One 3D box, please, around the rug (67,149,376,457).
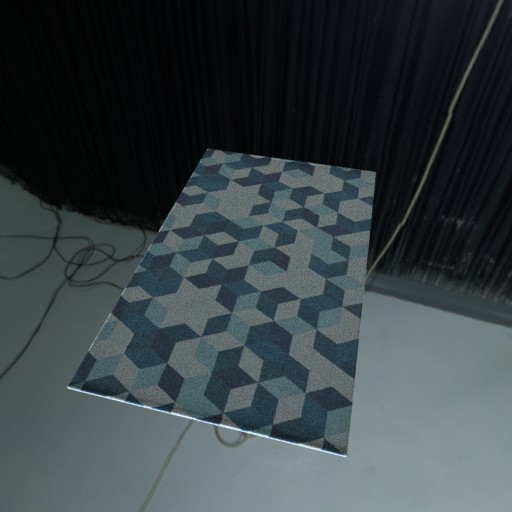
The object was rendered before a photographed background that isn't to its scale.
[{"bbox_3d":[0.000,0.000,3.109,1.518,0.015,2.438,10,47,10],"label":"rug"}]
